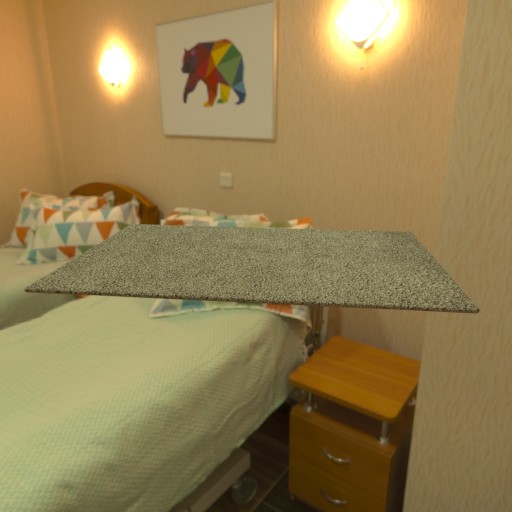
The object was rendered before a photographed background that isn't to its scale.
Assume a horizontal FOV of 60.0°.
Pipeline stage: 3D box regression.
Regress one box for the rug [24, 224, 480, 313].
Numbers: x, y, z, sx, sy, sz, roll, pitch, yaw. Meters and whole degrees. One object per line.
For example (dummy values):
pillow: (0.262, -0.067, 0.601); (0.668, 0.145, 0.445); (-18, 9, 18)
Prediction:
rug: (0.000, 0.000, 3.473); (2.743, 0.030, 1.778); (2, 18, 6)
